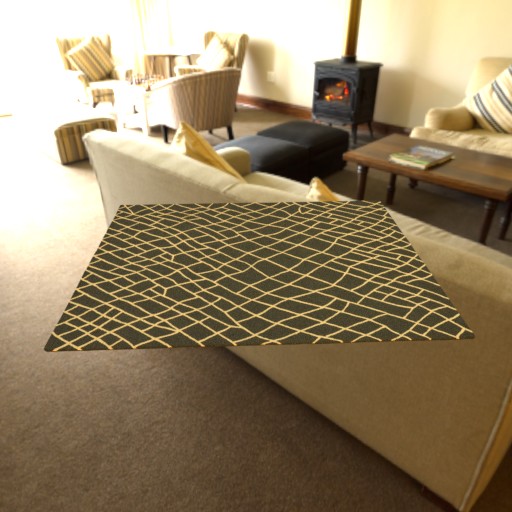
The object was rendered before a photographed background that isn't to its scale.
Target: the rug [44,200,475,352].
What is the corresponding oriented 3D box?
[{"bbox_3d":[0.000,0.000,4.147,3.047,0.022,2.439,-1,31,-2],"label":"rug"}]
